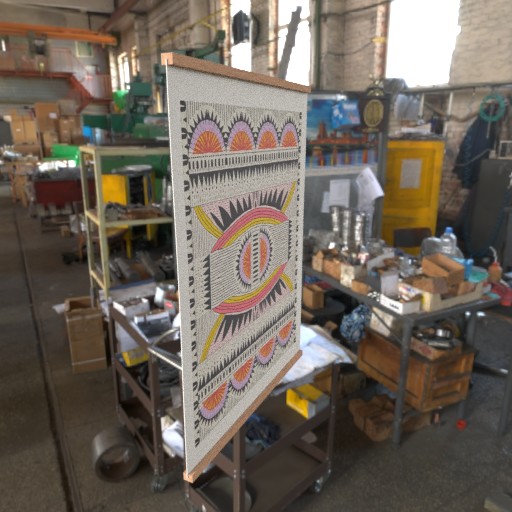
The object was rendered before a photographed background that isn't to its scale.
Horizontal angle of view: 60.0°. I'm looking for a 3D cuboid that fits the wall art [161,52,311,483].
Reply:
[{"bbox_3d":[0.000,0.000,1.329,0.028,1.016,0.765,8,18,26],"label":"wall art"}]
